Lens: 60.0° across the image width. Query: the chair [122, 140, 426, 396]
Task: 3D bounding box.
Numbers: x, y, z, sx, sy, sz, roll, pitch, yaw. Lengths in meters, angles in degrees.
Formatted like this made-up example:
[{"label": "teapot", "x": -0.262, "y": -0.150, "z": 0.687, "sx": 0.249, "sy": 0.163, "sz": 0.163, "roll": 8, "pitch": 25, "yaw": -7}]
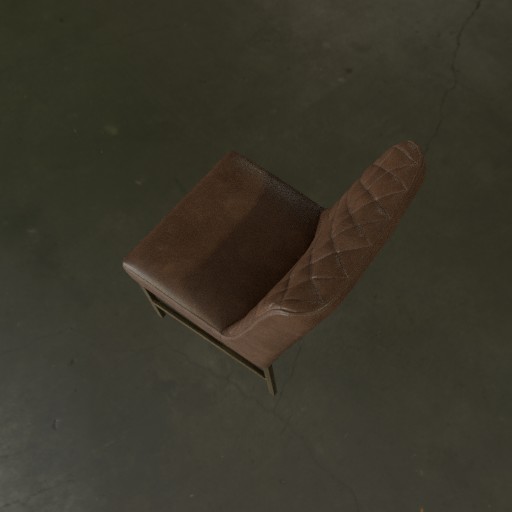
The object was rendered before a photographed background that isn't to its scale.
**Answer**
[{"label": "chair", "x": 0.000, "y": 0.000, "z": 1.252, "sx": 0.587, "sy": 0.889, "sz": 0.508, "roll": 34, "pitch": 69, "yaw": 15}]
